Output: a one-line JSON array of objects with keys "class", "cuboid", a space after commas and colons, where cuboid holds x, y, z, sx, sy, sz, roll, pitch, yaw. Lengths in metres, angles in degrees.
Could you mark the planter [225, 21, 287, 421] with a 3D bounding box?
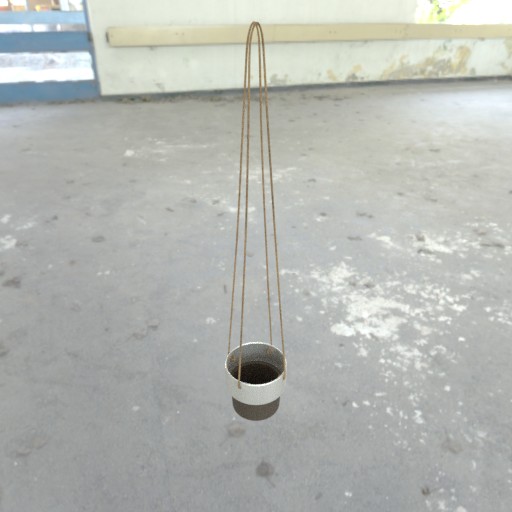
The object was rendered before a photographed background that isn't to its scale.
[{"class": "planter", "cuboid": [0.000, 0.000, 1.147, 0.187, 1.073, 0.187, -8, 31, -13]}]
